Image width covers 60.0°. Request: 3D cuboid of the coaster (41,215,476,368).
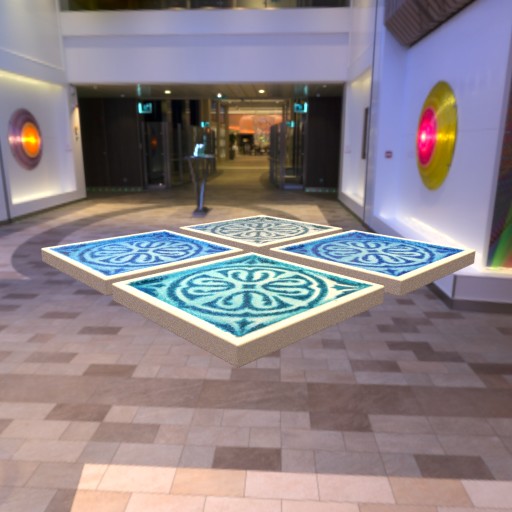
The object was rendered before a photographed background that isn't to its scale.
[{"bbox_3d":[0.000,0.000,0.312,0.219,0.010,0.214,-13,19,-42],"label":"coaster"}]
